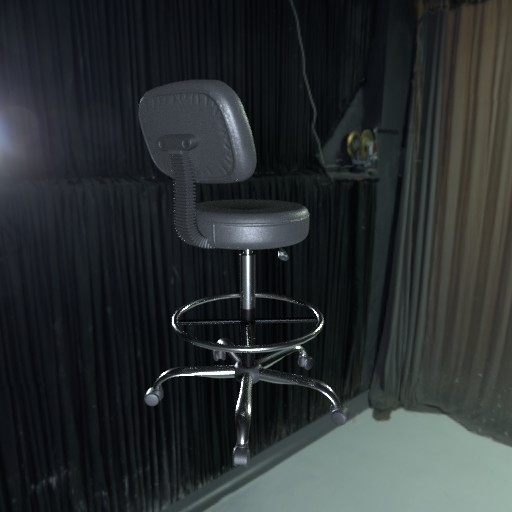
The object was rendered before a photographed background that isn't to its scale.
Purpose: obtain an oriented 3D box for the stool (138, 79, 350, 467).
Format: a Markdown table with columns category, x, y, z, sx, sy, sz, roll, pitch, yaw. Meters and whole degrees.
| category | x | y | z | sx | sy | sz | roll | pitch | yaw |
| --- | --- | --- | --- | --- | --- | --- | --- | --- | --- |
| stool | 0.000 | 0.000 | 1.519 | 0.694 | 1.069 | 0.658 | 13 | 19 | 43 |
